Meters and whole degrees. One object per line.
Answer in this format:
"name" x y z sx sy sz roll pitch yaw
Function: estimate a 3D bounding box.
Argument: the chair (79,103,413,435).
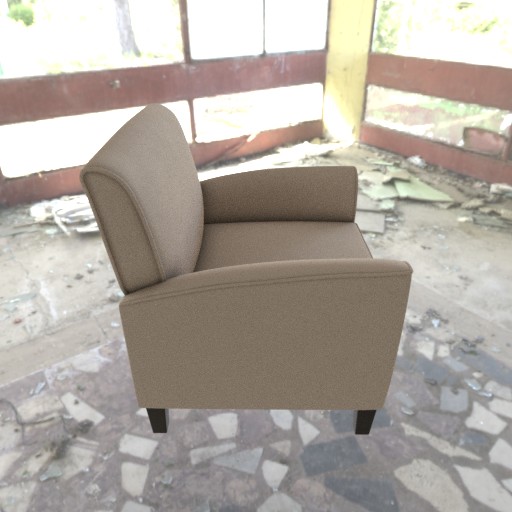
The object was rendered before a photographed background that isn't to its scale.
"chair" 0.000 0.000 1.546 0.820 0.915 0.820 0 30 0
